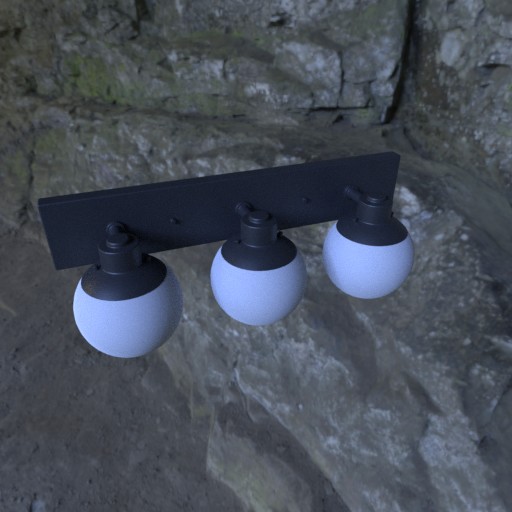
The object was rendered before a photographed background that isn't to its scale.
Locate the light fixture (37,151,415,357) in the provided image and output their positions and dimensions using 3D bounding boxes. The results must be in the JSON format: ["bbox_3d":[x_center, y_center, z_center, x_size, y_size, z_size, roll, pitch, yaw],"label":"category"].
[{"bbox_3d":[0.000,0.000,0.852,0.721,0.263,0.218,-11,34,-17],"label":"light fixture"}]
